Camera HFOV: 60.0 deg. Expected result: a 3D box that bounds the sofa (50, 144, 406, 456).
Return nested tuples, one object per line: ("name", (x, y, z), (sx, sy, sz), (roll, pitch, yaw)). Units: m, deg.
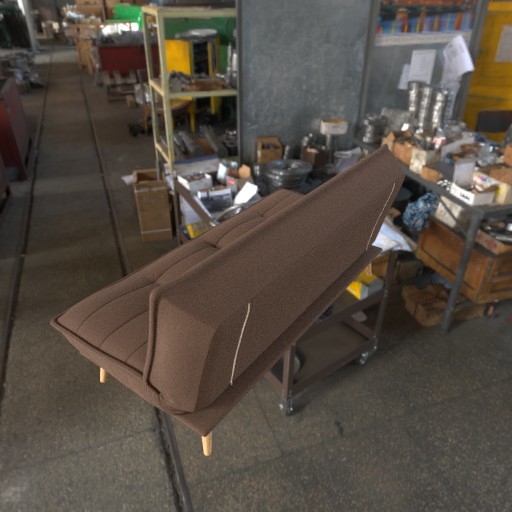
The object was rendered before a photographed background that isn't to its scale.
("sofa", (0.000, 0.000, 2.428), (0.950, 0.890, 1.940), (20, 37, 30))
